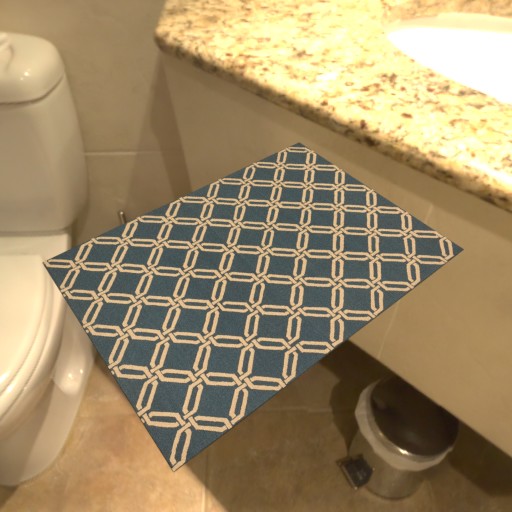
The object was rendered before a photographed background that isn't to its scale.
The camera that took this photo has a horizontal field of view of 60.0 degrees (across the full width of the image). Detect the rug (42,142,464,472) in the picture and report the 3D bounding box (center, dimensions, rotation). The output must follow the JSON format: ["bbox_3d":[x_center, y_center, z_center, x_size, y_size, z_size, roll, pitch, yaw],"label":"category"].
[{"bbox_3d":[0.000,0.000,4.336,3.342,0.018,2.432,-30,54,-25],"label":"rug"}]
